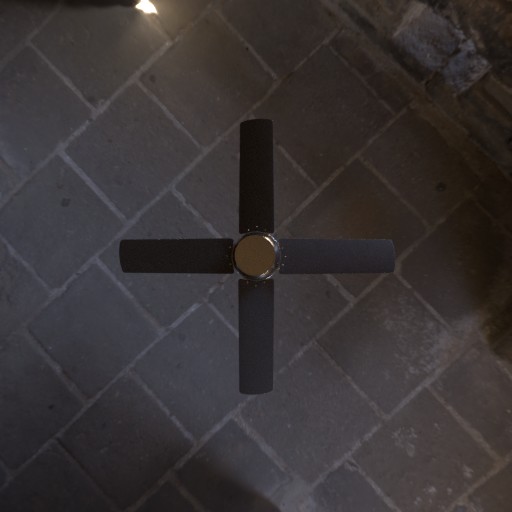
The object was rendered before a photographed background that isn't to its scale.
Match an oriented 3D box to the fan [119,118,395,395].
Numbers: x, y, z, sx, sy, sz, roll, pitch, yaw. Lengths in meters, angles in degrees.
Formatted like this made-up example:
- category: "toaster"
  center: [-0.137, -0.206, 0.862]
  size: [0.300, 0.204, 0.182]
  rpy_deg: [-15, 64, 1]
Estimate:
- category: "fan"
  center: [0.000, 0.000, 2.045]
  size: [1.332, 0.403, 1.332]
  rpy_deg: [0, 89, 1]
